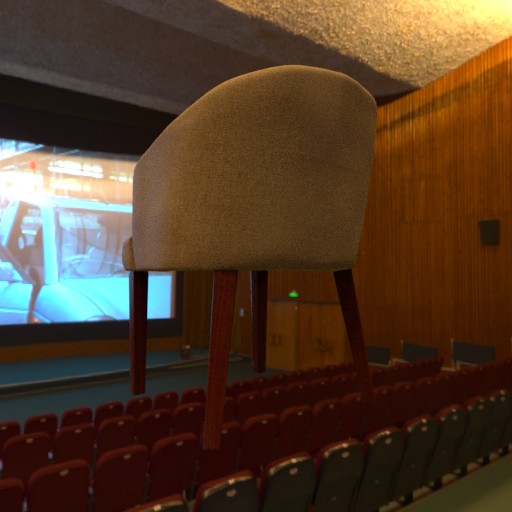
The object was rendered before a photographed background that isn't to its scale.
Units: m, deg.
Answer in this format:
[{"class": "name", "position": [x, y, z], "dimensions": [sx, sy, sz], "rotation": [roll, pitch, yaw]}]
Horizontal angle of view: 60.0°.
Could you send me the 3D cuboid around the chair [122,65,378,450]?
[{"class": "chair", "position": [0.000, 0.000, 1.229], "dimensions": [0.583, 0.811, 0.655], "rotation": [1, -2, -37]}]
